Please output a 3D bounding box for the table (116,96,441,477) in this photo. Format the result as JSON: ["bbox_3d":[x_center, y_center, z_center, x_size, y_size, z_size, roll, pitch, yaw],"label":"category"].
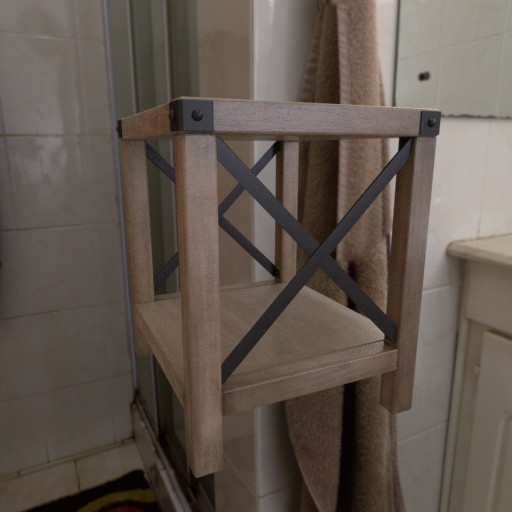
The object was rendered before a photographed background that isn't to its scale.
[{"bbox_3d":[0.000,0.000,0.921,0.459,0.561,0.510,-6,15,-24],"label":"table"}]
